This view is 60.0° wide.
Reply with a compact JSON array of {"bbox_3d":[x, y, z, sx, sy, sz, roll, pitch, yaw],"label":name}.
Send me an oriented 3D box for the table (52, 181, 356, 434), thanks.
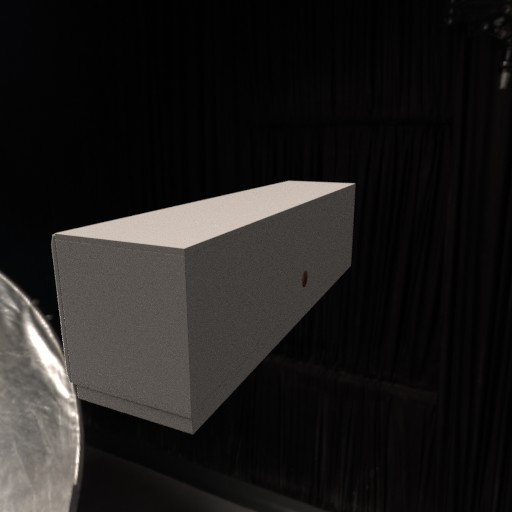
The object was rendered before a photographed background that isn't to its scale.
[{"bbox_3d":[0.000,0.000,1.710,0.400,0.440,1.550,7,16,24],"label":"table"}]
